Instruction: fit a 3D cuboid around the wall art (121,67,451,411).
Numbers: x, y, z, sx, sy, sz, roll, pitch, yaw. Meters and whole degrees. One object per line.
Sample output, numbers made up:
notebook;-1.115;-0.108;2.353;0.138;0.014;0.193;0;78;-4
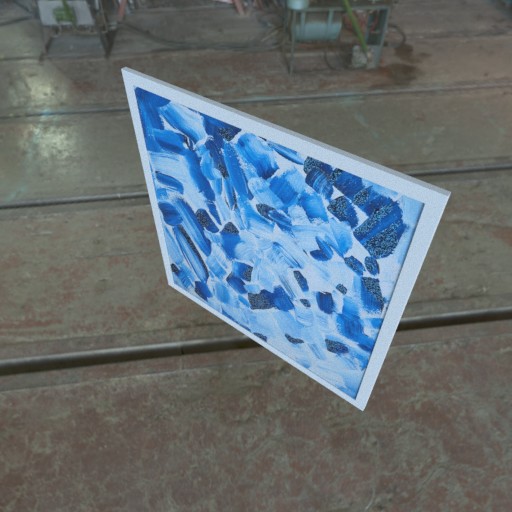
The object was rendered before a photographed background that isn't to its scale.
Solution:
wall art;0.000;0.000;1.203;0.812;0.812;0.015;29;53;25
